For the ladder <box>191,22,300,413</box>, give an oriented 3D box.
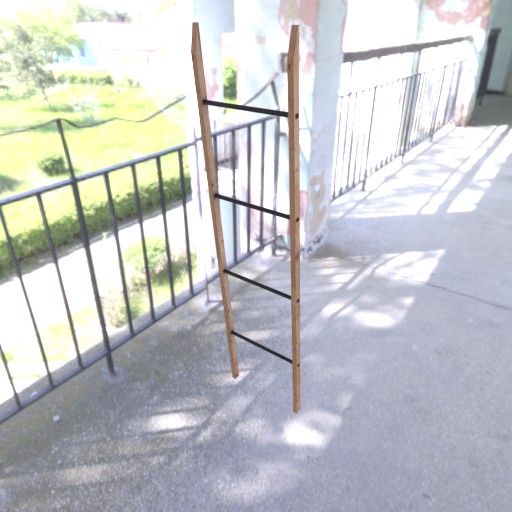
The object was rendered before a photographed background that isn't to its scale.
[{"bbox_3d":[0.000,0.000,1.938,0.442,1.805,0.200,20,35,31],"label":"ladder"}]
